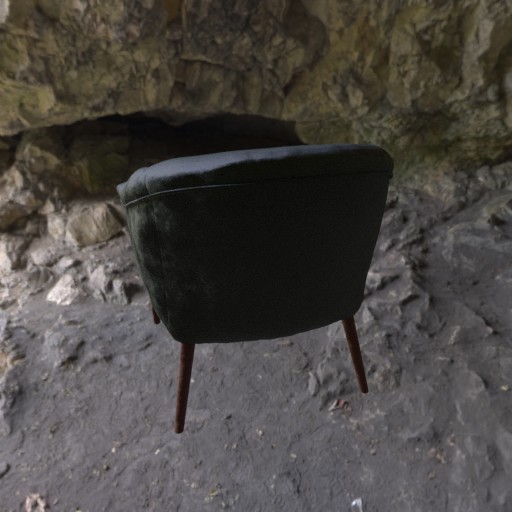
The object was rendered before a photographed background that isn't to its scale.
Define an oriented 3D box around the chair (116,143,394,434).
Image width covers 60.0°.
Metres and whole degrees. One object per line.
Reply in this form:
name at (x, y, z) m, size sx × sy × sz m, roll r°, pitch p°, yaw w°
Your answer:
chair at (0.000, 0.000, 1.477) m, size 0.851 × 0.885 × 0.776 m, roll -7°, pitch 28°, yaw -14°
